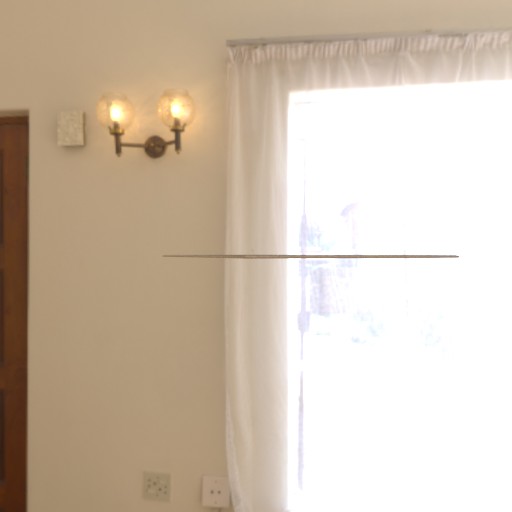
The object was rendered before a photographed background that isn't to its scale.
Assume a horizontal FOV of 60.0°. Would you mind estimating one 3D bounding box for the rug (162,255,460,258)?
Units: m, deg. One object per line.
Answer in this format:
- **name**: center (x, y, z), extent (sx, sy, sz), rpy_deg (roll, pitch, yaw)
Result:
- **rug**: center (0.000, 0.000, 2.700), extent (0.864, 0.012, 2.388), rpy_deg (0, 0, -18)
